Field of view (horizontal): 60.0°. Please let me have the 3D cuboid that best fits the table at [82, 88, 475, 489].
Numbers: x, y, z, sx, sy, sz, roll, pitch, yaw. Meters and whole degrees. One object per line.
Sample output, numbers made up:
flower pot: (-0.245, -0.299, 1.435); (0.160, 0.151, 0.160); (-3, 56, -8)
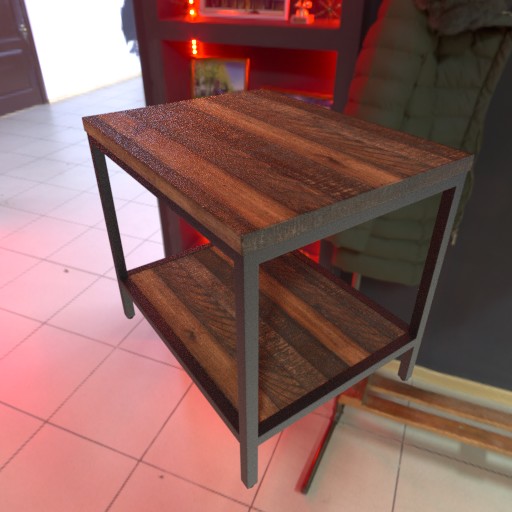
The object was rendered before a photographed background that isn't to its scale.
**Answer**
table: (0.000, 0.000, 1.098); (0.524, 0.612, 0.678); (-21, 38, -29)
